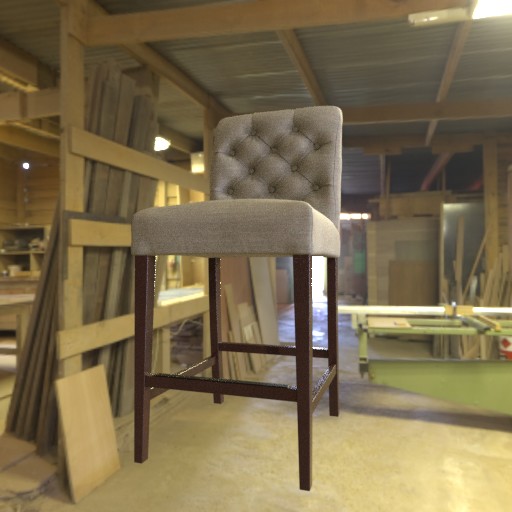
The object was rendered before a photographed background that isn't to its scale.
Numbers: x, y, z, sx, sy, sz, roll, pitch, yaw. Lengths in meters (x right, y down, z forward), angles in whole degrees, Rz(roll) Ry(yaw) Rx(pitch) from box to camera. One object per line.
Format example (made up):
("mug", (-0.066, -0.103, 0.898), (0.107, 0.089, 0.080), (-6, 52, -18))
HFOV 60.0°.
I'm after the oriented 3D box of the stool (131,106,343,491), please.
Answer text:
("stool", (0.000, 0.000, 1.388), (0.486, 1.084, 0.660), (0, -1, 18))
